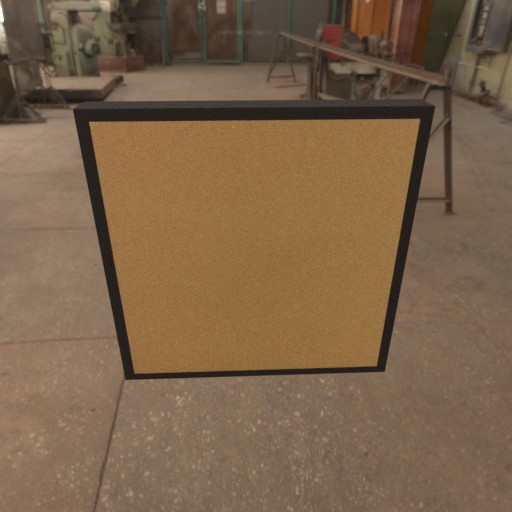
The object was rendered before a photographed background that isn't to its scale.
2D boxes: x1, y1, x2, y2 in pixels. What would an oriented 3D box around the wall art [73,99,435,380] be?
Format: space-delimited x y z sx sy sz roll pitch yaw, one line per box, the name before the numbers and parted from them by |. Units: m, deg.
wall art | 0.000 0.000 0.461 0.305 0.304 0.033 -1 29 -2
